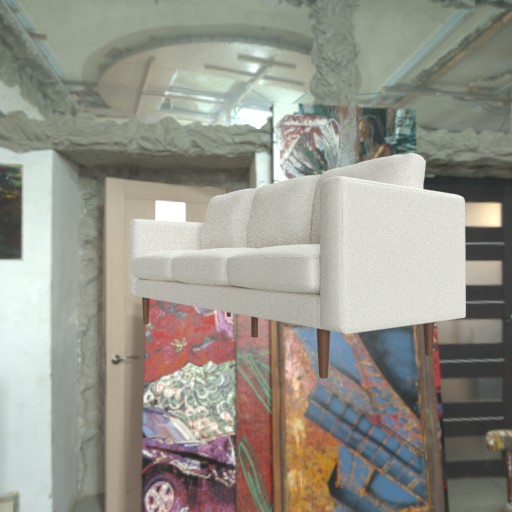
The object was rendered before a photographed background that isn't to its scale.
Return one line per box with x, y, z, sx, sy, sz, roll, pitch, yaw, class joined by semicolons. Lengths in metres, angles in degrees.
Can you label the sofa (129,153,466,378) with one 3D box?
0.000;0.000;2.503;0.802;0.912;2.029;0;-1;-36;sofa
